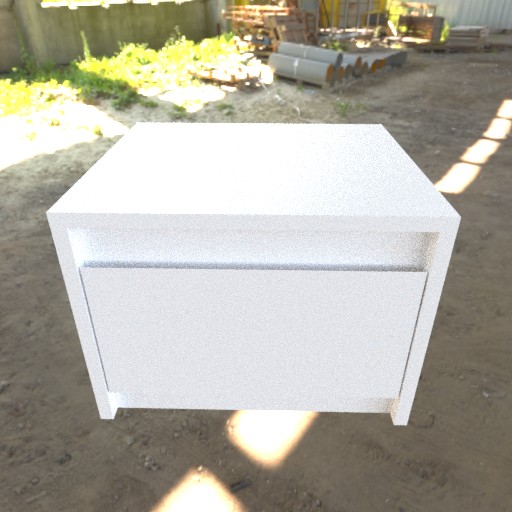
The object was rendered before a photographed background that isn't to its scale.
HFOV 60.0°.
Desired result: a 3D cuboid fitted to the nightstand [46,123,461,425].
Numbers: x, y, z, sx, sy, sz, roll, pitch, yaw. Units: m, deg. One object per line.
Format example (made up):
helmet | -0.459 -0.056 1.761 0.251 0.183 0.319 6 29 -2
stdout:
nightstand | 0.000 0.000 0.766 0.470 0.351 0.408 1 31 1
